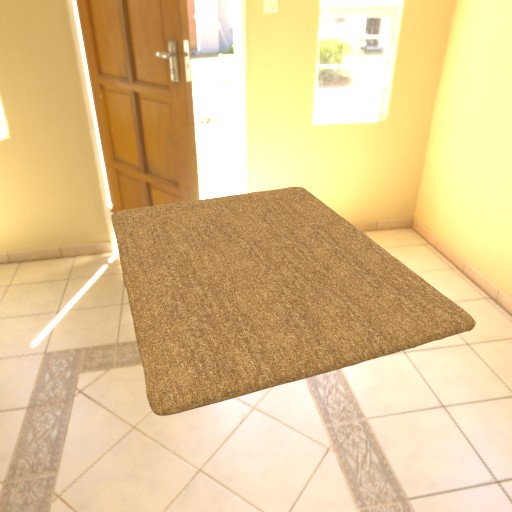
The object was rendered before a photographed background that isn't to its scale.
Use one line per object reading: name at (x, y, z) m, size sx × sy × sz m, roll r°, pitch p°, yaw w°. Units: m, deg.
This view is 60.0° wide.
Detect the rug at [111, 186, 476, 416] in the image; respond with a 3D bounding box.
rug at (0.000, 0.000, 3.835) m, size 2.242 × 0.050 × 2.873 m, roll -10°, pitch 31°, yaw -18°
